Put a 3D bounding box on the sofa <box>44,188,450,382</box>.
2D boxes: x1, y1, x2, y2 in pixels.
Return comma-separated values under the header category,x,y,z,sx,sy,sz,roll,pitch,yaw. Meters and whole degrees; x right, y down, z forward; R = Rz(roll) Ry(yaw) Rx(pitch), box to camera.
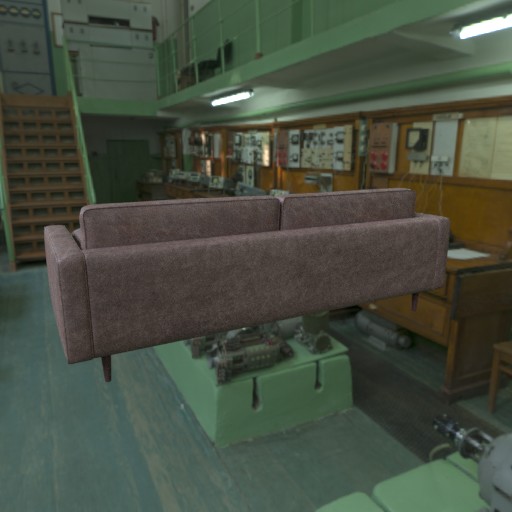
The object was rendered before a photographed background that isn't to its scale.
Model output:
category,x,y,z,sx,sy,sz,roll,pitch,yaw
sofa,0.000,0.000,2.605,2.210,0.762,0.914,-7,15,-27
